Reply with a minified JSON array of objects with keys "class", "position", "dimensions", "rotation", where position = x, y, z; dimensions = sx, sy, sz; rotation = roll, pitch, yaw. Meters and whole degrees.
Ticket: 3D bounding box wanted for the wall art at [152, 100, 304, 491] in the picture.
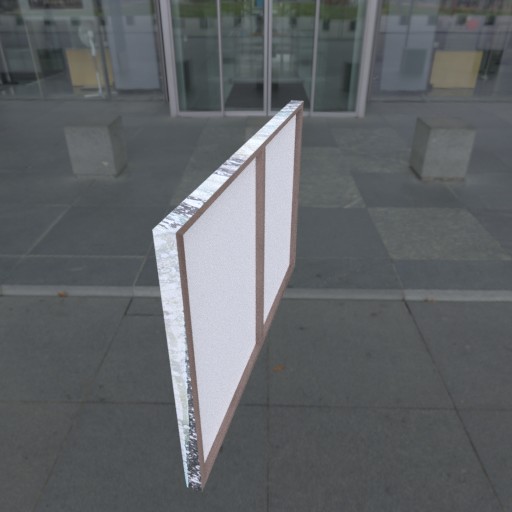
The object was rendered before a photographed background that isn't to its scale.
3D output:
[{"class":"wall art","position":[0.000,0.000,1.145],"dimensions":[0.038,0.598,0.919],"rotation":[8,31,14]}]
